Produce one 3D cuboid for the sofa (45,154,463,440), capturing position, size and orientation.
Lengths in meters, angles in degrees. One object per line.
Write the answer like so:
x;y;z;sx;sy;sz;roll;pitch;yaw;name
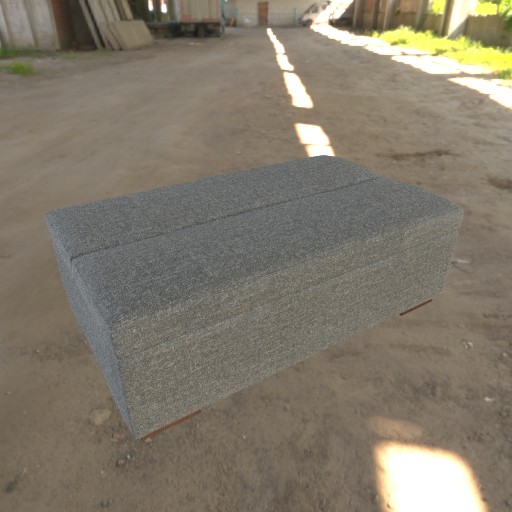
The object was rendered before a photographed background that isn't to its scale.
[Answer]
0.000;0.000;1.577;1.198;0.417;0.782;-18;34;-28;sofa
